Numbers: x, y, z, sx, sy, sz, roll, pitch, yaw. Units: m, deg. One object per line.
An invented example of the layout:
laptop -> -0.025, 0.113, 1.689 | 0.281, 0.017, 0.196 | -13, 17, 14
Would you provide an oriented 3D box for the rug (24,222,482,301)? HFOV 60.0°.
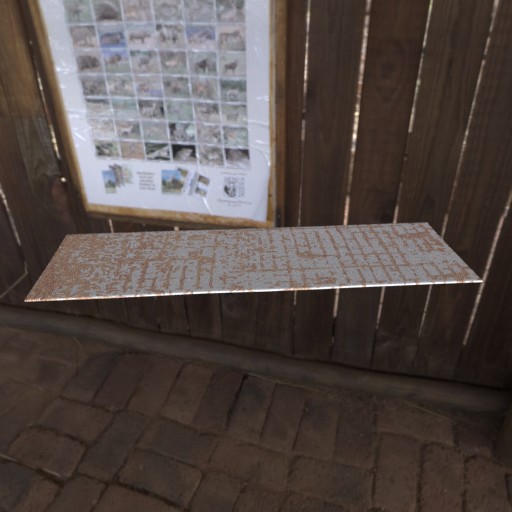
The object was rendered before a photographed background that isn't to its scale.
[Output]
rug -> 0.000, 0.000, 2.671 | 2.435, 0.011, 0.750 | -2, 30, -4
